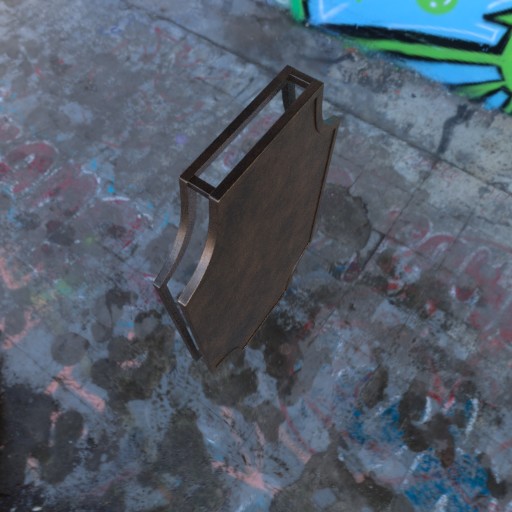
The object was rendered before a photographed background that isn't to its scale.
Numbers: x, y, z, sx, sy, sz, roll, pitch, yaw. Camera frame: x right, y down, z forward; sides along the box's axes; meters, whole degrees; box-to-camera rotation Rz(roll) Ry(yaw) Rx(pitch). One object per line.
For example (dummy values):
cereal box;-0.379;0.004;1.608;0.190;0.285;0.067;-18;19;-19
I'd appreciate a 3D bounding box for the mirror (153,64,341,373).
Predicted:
mirror;0.000;0.000;0.981;0.066;0.811;0.462;33;68;15
